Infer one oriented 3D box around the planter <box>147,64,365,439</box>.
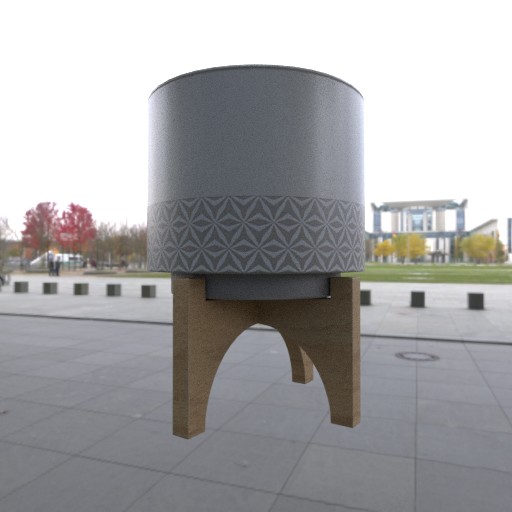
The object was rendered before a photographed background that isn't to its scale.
[{"bbox_3d":[0.000,0.000,0.394,0.188,0.260,0.188,0,-1,0],"label":"planter"}]
